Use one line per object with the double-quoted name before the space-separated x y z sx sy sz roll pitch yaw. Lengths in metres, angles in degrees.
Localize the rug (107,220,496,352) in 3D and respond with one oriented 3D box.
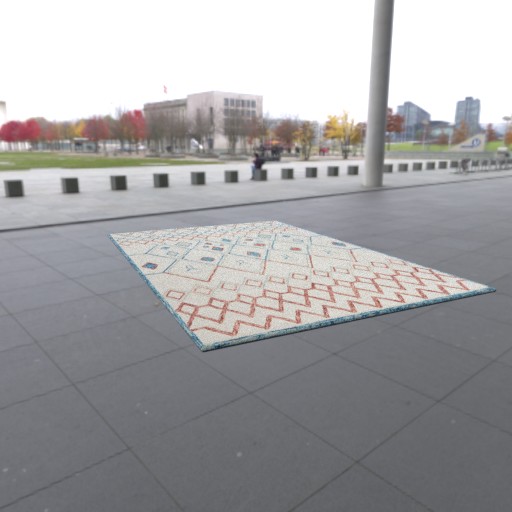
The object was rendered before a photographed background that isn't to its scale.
"rug" 0.000 0.000 2.281 1.219 0.016 1.829 -7 15 -25
